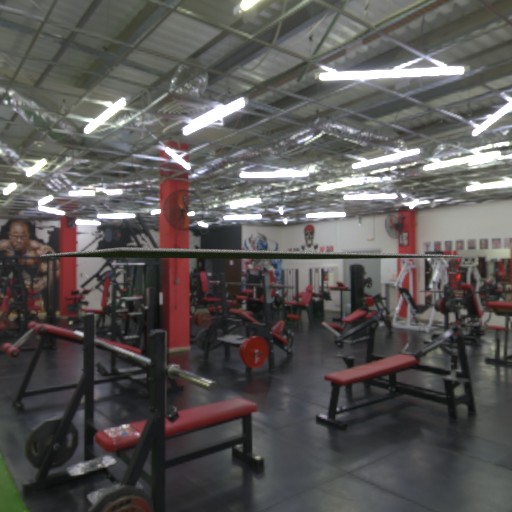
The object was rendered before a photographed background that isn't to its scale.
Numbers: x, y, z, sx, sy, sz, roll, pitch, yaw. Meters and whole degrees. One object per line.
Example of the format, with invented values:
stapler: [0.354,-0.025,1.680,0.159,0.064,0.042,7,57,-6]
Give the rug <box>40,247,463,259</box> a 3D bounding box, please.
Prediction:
rug: [0.000,0.000,2.316,1.847,0.012,1.224,1,-1,-36]
